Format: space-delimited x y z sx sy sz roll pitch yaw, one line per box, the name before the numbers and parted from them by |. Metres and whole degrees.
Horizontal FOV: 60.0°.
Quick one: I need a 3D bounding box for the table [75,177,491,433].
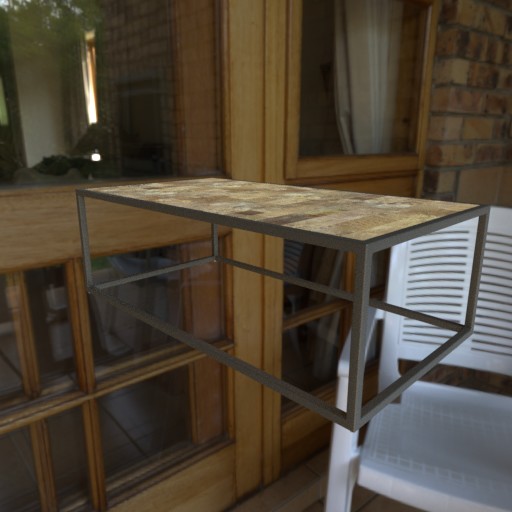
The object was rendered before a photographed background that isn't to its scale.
table | 0.000 0.000 1.470 1.199 0.398 0.649 15 21 43
